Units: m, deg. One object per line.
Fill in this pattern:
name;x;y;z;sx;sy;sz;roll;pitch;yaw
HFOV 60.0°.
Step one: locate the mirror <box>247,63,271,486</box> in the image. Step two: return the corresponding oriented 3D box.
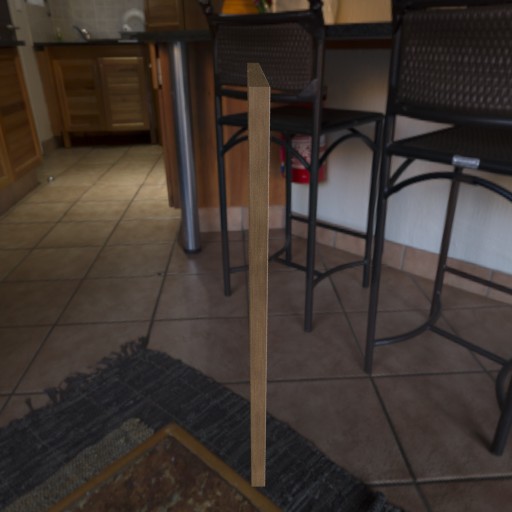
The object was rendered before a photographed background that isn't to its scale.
mirror;0.000;0.000;1.317;0.040;1.016;0.762;-1;26;-1
